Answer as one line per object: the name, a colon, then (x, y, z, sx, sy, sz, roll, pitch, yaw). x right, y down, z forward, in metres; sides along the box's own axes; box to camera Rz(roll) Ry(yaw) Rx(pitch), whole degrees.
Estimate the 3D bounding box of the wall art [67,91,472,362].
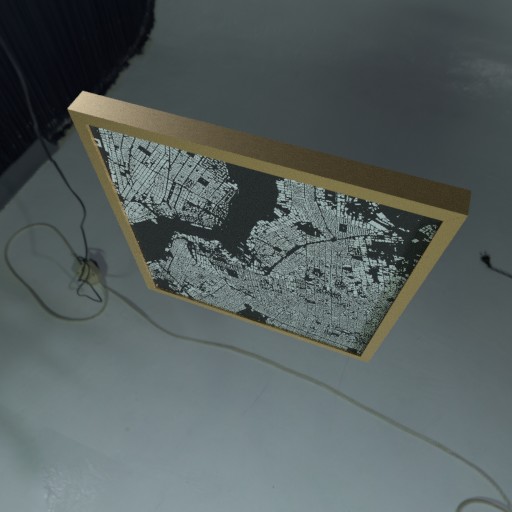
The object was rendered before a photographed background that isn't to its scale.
wall art: (0.000, 0.000, 1.913, 1.284, 1.284, 0.095, 17, 60, 10)
